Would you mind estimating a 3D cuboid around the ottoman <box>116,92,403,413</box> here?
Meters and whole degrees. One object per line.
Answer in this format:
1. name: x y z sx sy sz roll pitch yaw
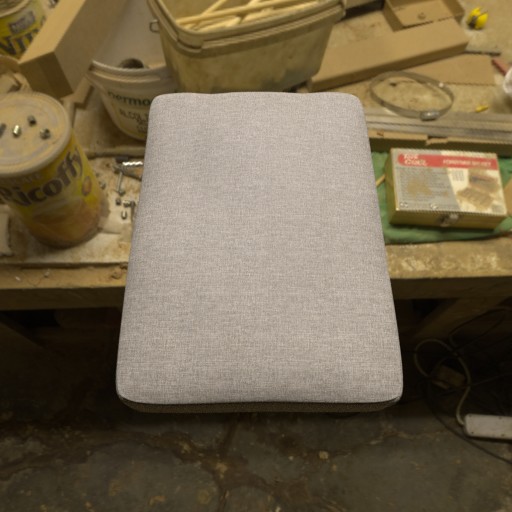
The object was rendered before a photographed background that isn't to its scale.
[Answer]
1. ottoman: 0.000 0.000 1.268 0.639 0.494 0.873 0 64 0
